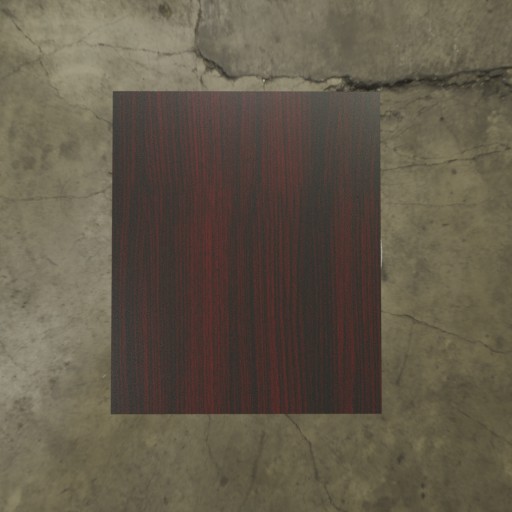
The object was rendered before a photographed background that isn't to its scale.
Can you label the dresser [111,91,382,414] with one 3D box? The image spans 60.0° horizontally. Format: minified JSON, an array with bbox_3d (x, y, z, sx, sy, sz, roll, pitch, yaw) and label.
[{"bbox_3d":[0.000,0.000,0.829,0.360,0.560,0.400,0,89,0],"label":"dresser"}]
